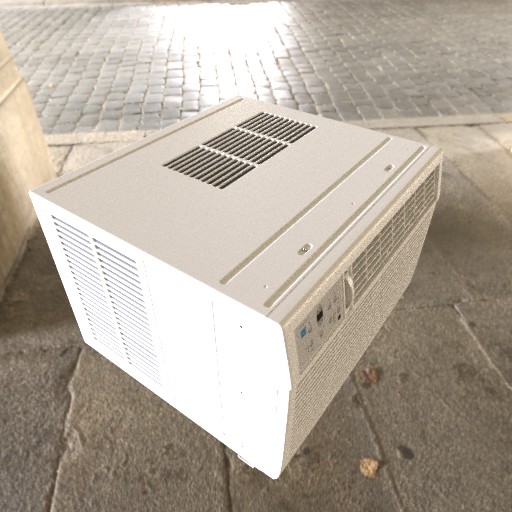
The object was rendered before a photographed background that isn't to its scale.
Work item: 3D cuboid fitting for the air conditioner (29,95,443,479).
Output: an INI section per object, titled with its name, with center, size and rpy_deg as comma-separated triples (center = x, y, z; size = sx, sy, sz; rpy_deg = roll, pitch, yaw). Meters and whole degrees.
[air conditioner]
center = 0.000, 0.000, 1.043
size = 0.599, 0.455, 0.645
rpy_deg = 25, 45, 27
